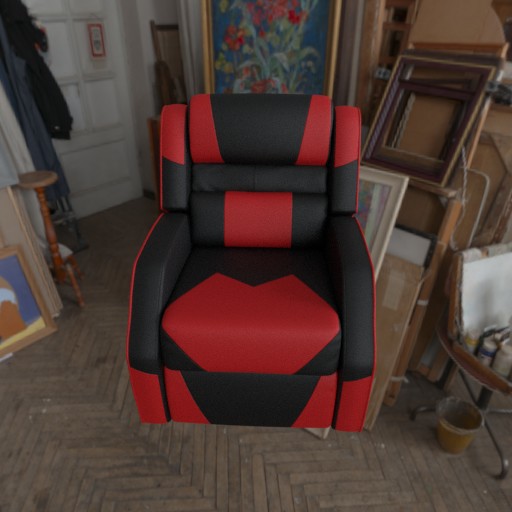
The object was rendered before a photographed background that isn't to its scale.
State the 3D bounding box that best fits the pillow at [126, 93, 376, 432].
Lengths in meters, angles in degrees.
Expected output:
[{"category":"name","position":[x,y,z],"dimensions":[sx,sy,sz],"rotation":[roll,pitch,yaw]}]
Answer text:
[{"category":"pillow","position":[0.000,0.000,1.300],"dimensions":[0.620,0.805,0.672],"rotation":[1,30,2]}]
